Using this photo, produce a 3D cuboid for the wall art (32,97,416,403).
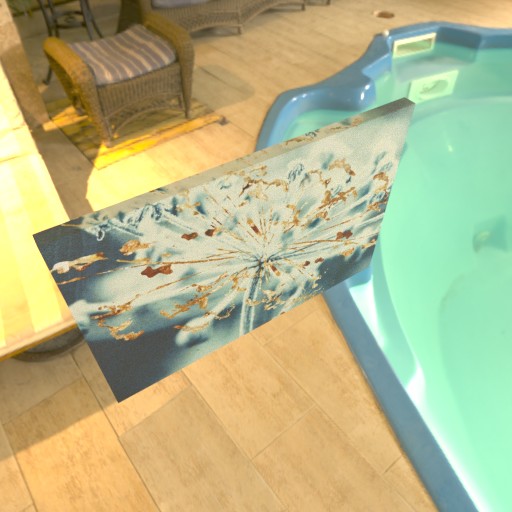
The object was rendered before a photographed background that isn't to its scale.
[{"bbox_3d":[0.000,0.000,1.158,0.912,0.608,0.038,-25,52,-22],"label":"wall art"}]
